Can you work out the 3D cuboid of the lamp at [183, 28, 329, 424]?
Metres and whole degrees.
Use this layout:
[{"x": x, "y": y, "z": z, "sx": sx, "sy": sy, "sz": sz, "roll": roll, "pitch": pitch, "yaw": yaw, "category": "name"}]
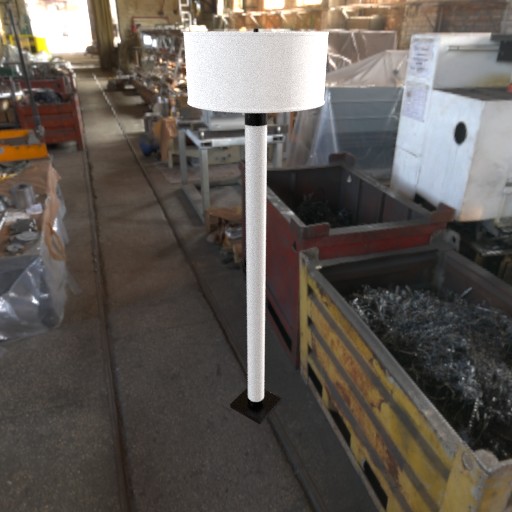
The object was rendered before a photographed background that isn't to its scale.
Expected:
[{"x": 0.000, "y": 0.000, "z": 1.616, "sx": 0.420, "sy": 1.475, "sz": 0.420, "roll": 18, "pitch": 32, "yaw": 32, "category": "lamp"}]
